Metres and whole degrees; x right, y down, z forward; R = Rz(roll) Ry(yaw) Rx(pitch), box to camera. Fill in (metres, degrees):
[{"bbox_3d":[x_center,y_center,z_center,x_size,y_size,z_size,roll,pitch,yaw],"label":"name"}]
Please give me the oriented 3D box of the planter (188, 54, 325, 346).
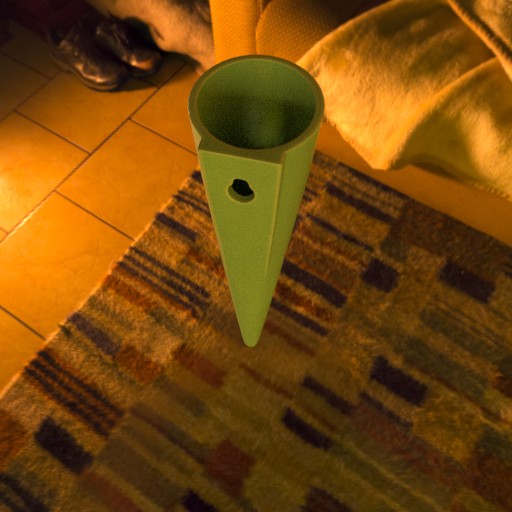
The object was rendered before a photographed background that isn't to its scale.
[{"bbox_3d":[0.000,0.000,0.293,0.054,0.268,0.055,12,64,6],"label":"planter"}]
